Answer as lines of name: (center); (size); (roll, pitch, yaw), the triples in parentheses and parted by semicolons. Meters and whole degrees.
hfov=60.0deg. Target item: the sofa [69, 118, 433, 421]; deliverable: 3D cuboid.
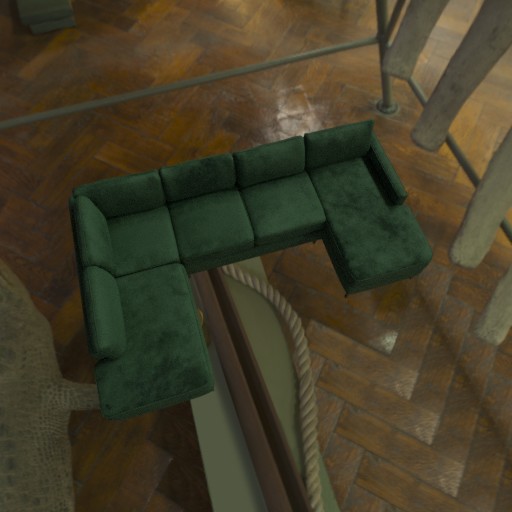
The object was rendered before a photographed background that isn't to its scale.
sofa: (0.000, 0.000, 3.919); (2.994, 0.861, 1.992); (-15, 65, -7)
